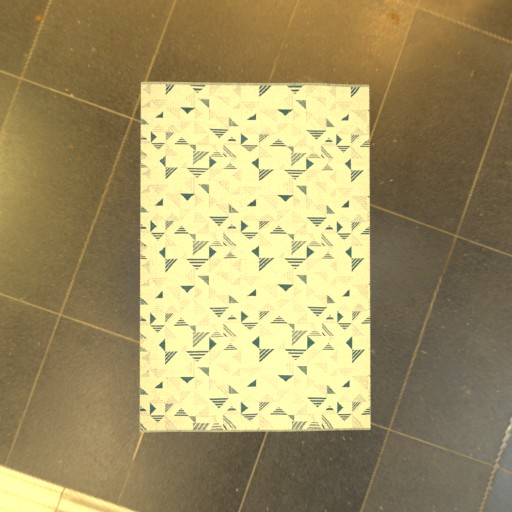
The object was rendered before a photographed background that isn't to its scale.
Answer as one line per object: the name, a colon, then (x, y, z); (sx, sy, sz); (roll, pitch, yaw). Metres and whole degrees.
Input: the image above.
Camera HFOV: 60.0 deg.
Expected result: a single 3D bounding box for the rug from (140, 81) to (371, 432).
rug: (0.000, 0.000, 2.327); (1.206, 0.003, 1.835); (0, 89, -2)
